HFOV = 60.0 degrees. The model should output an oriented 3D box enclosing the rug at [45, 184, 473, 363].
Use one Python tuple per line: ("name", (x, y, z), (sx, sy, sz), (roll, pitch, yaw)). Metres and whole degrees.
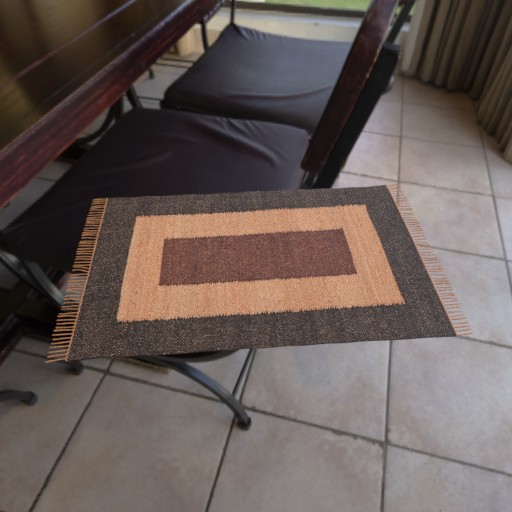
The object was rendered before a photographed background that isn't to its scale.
("rug", (0.000, 0.000, 1.887), (1.541, 0.013, 0.920), (-3, 46, -3))
